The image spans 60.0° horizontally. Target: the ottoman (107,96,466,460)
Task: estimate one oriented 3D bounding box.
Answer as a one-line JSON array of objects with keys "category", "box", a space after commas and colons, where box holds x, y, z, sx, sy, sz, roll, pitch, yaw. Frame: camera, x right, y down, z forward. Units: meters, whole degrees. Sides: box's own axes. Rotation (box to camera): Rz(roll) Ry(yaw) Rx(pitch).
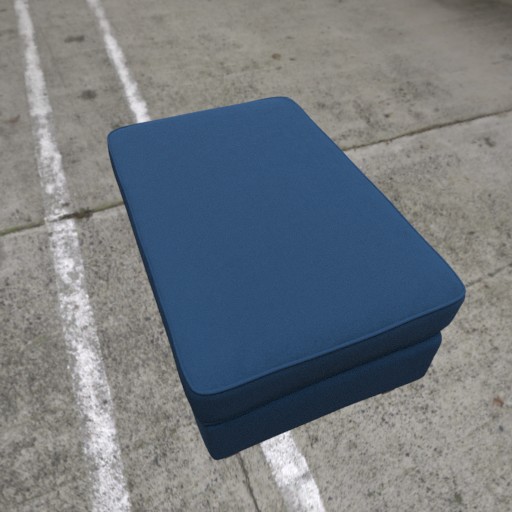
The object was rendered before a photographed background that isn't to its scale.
[{"category": "ottoman", "box": [0.000, 0.000, 1.194, 0.583, 0.484, 0.862, -17, 50, -15]}]
